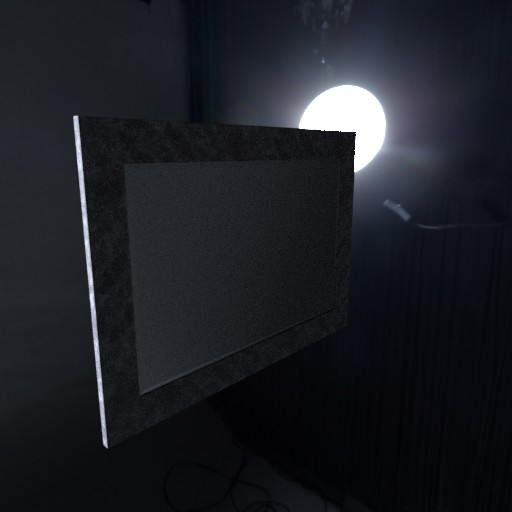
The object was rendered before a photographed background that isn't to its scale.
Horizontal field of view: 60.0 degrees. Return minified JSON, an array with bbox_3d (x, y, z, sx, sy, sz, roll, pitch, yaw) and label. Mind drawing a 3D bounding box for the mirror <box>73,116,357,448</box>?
[{"bbox_3d":[0.000,0.000,1.412,0.022,0.795,1.101,12,18,42],"label":"mirror"}]
